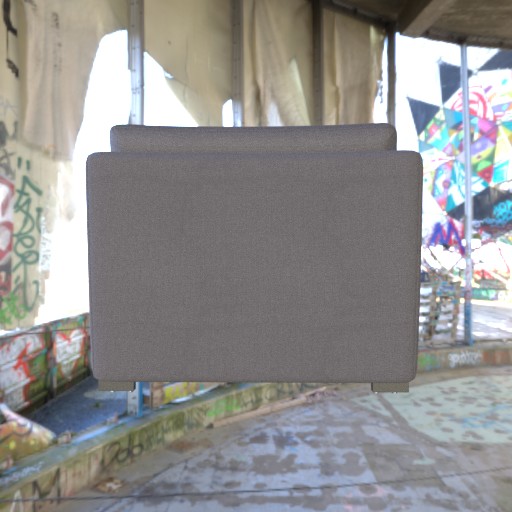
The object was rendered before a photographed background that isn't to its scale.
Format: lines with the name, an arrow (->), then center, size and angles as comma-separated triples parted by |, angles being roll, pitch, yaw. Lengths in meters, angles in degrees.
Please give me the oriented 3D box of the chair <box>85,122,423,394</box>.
chair -> 0.000, 0.000, 1.973 | 1.168, 0.940, 1.143 | 0, -1, 1
